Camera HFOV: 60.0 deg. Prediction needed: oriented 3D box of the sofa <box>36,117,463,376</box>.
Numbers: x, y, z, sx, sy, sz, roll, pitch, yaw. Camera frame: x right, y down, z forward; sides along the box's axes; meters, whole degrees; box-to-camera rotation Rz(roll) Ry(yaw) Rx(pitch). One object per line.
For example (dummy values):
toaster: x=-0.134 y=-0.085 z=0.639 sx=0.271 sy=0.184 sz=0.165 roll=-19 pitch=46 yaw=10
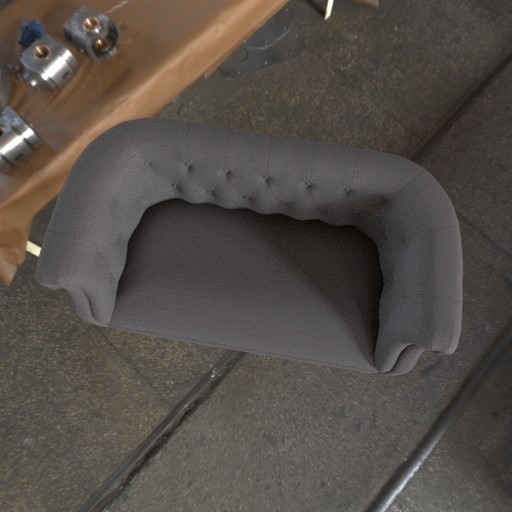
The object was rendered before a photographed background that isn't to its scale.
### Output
sofa: x=0.000 y=0.000 z=1.987 sx=1.558 sy=0.827 sz=0.835 roll=9 pitch=76 yaw=2
